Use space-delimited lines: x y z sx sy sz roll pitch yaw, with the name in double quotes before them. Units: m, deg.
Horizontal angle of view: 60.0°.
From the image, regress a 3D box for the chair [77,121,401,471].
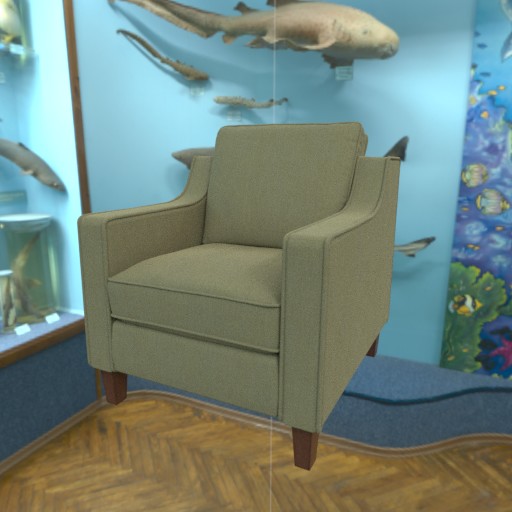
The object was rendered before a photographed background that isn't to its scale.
"chair" 0.000 0.000 1.623 0.831 0.960 0.909 7 15 27
